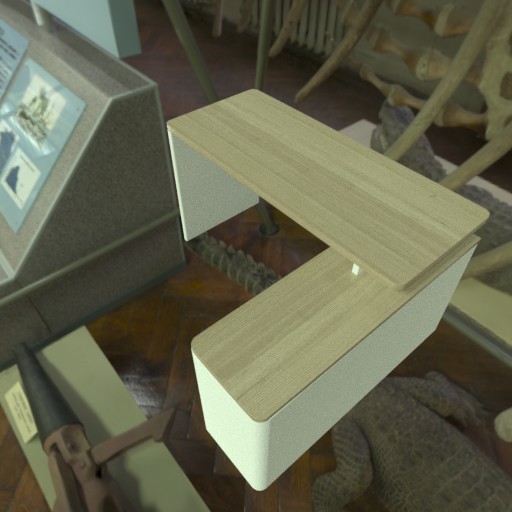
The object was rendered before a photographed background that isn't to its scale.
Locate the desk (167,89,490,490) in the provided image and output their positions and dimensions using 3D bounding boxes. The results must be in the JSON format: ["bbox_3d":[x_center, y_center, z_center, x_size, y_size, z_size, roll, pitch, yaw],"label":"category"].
[{"bbox_3d":[0.000,0.000,2.058,1.175,0.770,1.400,-31,53,-27],"label":"desk"}]
